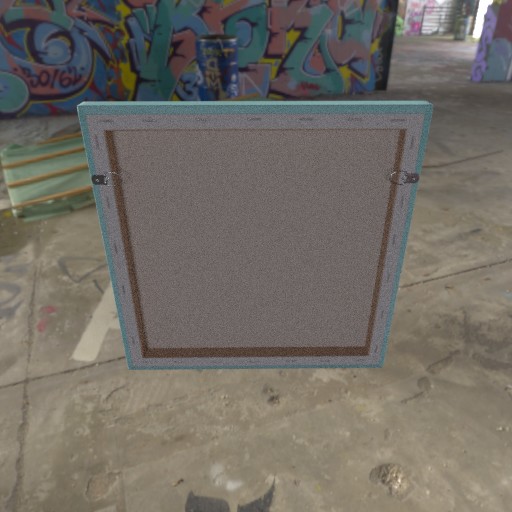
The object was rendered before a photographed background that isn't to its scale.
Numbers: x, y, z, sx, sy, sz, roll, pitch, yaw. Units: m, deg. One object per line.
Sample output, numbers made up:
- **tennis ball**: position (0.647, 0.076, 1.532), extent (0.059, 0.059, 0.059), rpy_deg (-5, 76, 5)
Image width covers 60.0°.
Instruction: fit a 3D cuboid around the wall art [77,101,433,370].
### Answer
- **wall art**: position (0.000, 0.000, 1.616), extent (1.071, 1.073, 0.070), rpy_deg (0, 30, -1)
